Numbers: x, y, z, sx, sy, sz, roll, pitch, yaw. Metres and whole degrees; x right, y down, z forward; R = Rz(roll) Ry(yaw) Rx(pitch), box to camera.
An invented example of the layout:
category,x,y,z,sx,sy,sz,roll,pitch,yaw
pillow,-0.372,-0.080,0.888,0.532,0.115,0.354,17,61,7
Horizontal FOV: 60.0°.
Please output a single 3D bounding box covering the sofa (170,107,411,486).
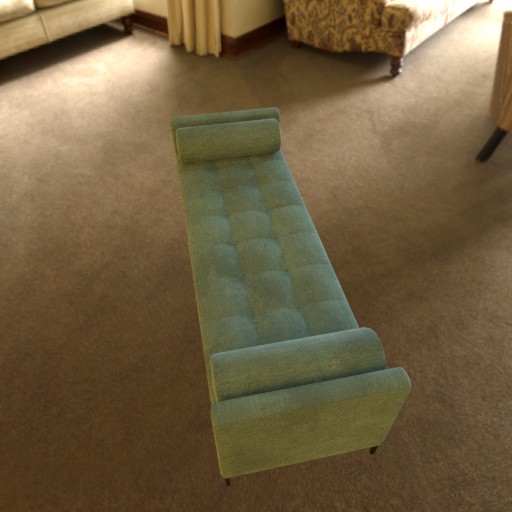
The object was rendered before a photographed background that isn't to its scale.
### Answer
category,x,y,z,sx,sy,sz,roll,pitch,yaw
sofa,0.000,0.000,2.331,0.686,0.635,1.981,-8,47,-8
